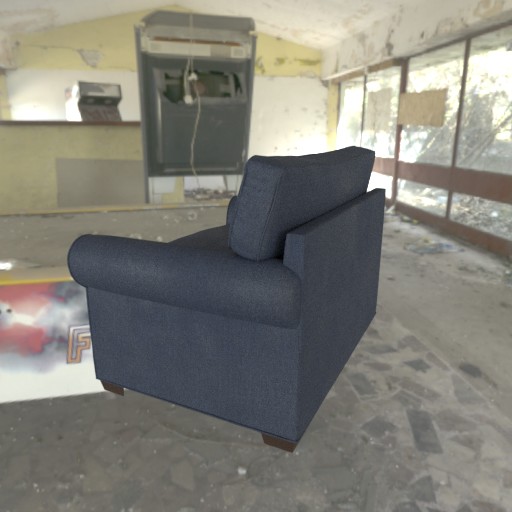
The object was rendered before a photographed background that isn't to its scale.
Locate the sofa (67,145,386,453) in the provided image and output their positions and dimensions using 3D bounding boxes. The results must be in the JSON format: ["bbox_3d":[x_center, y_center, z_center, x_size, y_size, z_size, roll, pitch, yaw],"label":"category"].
[{"bbox_3d":[0.000,0.000,2.102,0.938,1.004,1.405,8,18,25],"label":"sofa"}]
